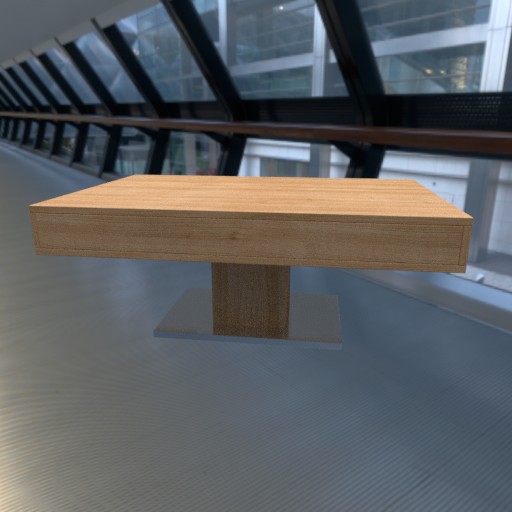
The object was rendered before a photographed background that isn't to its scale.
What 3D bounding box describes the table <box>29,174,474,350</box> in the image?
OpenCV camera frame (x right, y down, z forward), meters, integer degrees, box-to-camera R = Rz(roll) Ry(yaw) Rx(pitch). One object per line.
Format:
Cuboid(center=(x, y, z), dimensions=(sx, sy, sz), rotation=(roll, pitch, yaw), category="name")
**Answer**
Cuboid(center=(0.000, 0.000, 1.478), dimensions=(1.100, 0.440, 0.700), rotation=(2, 17, 8), category="table")
